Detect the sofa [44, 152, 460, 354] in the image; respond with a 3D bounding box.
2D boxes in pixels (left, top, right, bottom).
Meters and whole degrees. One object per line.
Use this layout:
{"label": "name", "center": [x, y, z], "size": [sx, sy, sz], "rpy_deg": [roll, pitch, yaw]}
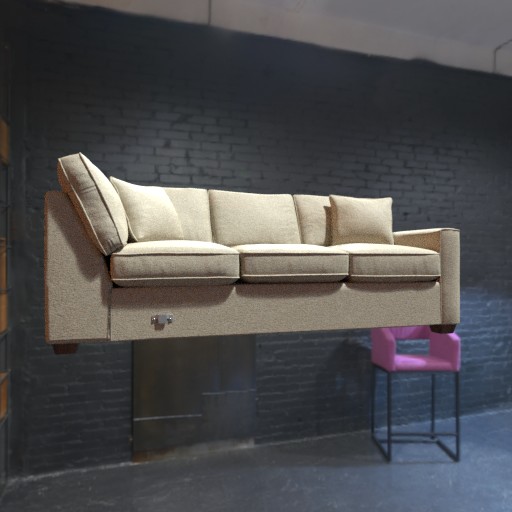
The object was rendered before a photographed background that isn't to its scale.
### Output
{"label": "sofa", "center": [0.000, 0.000, 2.817], "size": [2.323, 0.948, 1.053], "rpy_deg": [0, -1, -17]}
